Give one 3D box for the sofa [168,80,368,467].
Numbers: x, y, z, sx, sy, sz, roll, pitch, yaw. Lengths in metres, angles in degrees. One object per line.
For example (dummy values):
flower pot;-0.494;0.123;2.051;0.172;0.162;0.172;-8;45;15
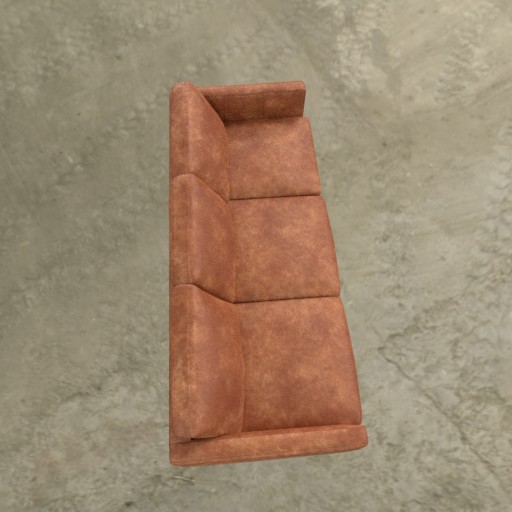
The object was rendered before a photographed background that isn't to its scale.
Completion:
sofa;0.000;0.000;2.941;1.045;1.006;2.464;-4;65;-2
